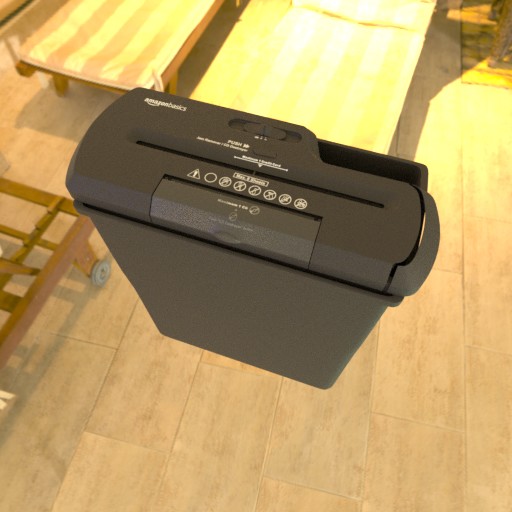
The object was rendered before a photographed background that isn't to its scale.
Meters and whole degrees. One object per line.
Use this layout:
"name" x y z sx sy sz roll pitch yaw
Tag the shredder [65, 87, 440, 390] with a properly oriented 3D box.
"shredder" 0.000 0.000 0.512 0.320 0.335 0.170 16 60 10
